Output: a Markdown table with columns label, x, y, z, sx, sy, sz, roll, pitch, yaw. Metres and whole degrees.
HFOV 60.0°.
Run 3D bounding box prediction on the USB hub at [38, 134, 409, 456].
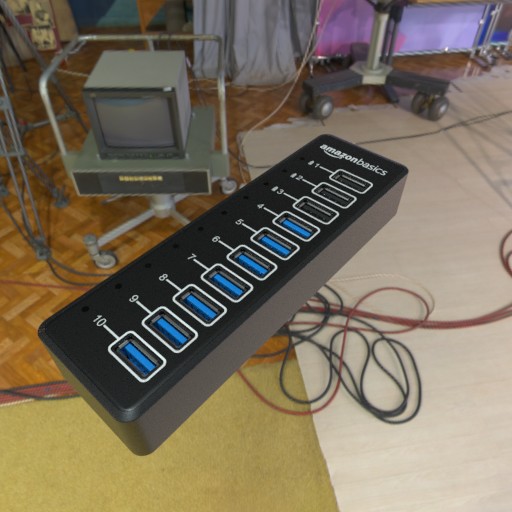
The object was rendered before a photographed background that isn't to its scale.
| label | x | y | z | sx | sy | sz | roll | pitch | yaw |
| --- | --- | --- | --- | --- | --- | --- | --- | --- | --- |
| USB hub | 0.000 | 0.000 | 0.162 | 0.044 | 0.023 | 0.145 | 32 | 54 | 27 |
